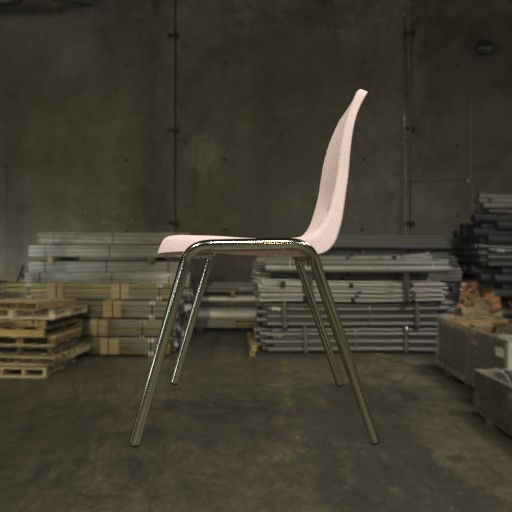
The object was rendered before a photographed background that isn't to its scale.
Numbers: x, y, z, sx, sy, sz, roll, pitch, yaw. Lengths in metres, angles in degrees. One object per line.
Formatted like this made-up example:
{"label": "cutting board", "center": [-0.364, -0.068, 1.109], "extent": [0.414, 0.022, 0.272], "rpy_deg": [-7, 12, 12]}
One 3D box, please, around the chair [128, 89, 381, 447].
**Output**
{"label": "chair", "center": [0.000, 0.000, 0.938], "extent": [0.436, 0.653, 0.381], "rpy_deg": [0, 0, 0]}
